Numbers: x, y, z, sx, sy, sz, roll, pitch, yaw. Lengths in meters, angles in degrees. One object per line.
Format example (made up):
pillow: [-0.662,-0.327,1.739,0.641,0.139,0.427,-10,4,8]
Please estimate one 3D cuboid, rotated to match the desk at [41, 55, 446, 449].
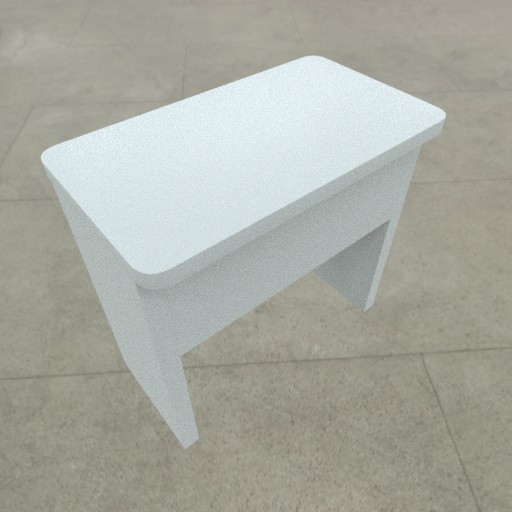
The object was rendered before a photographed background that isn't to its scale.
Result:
desk: [0.000,0.000,1.219,0.790,0.760,0.446,-30,53,-26]
